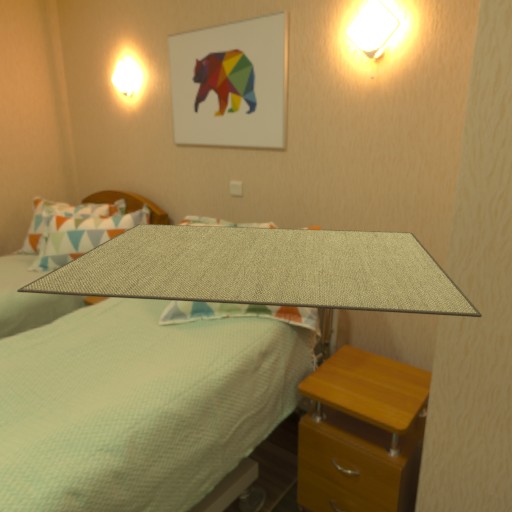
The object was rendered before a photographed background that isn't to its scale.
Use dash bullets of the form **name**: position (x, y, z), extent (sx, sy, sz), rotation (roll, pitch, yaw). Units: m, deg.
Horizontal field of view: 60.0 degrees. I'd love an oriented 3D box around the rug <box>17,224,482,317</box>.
- **rug**: position (0.000, 0.000, 2.717), extent (2.133, 0.012, 1.523), rotation (2, 17, 8)
